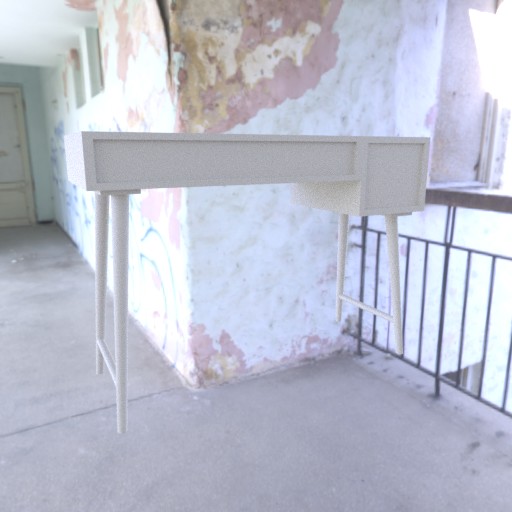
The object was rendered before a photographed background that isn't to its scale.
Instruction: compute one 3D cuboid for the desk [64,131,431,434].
[{"bbox_3d":[0.000,0.000,1.464,1.069,0.761,0.409,-7,15,-27],"label":"desk"}]
